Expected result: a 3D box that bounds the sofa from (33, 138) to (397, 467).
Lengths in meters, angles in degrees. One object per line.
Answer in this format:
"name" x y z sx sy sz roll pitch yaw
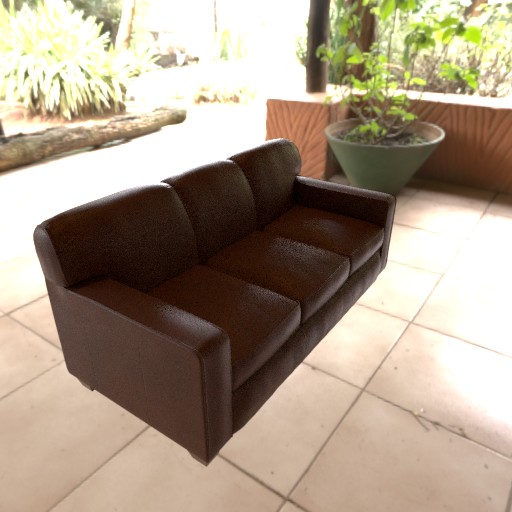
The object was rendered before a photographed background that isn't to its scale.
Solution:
"sofa" 0.000 0.000 2.572 1.008 0.953 2.039 18 32 31
